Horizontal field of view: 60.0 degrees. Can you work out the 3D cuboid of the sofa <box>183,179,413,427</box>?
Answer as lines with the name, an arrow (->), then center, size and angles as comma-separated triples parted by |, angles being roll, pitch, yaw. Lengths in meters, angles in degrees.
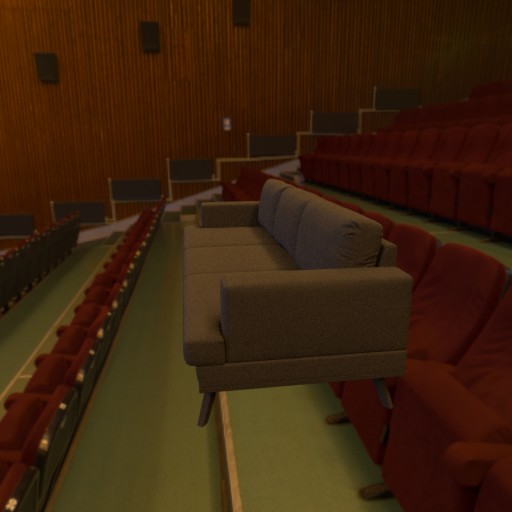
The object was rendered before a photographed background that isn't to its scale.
sofa -> 0.000, 0.000, 2.816 | 0.920, 0.810, 2.310 | -2, 15, -9
